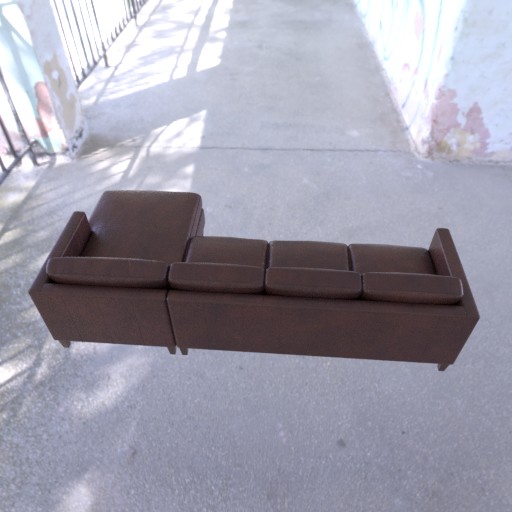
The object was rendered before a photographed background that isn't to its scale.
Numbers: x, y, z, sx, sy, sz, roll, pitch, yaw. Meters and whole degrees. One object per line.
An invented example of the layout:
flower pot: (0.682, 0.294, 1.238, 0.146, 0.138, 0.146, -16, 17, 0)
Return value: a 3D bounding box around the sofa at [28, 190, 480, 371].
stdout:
sofa: (0.000, 0.000, 3.873, 3.203, 0.883, 1.581, 3, 45, 3)
